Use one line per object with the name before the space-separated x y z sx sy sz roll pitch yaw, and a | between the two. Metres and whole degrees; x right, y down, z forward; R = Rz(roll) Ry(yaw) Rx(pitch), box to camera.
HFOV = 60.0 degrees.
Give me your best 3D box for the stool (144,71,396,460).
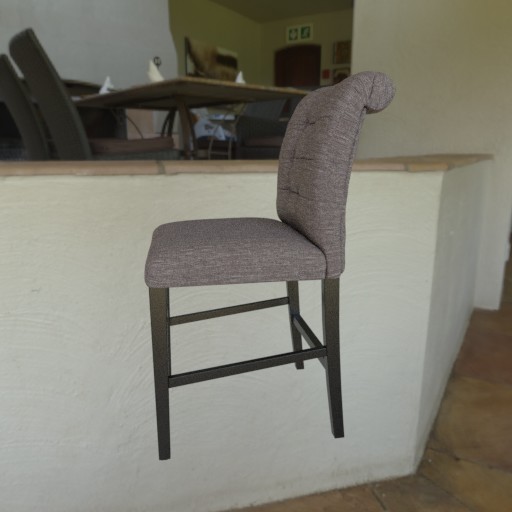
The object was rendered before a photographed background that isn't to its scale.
stool | 0.000 0.000 1.298 0.611 0.970 0.457 -2 14 -10
